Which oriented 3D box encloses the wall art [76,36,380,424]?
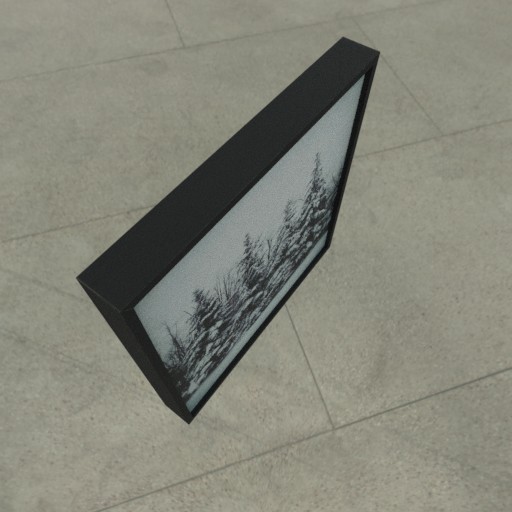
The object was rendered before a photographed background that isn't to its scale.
[{"bbox_3d":[0.000,0.000,0.450,0.037,0.305,0.305,33,63,19],"label":"wall art"}]
